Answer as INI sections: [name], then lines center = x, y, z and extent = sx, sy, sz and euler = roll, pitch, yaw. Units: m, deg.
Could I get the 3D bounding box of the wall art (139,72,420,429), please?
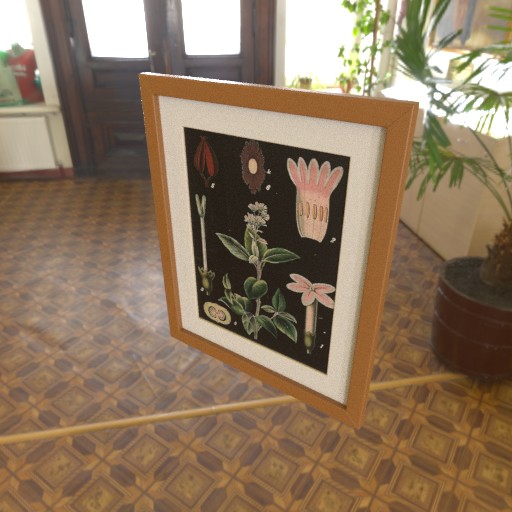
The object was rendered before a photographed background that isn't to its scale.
[wall art]
center = 0.000, 0.000, 0.521
extent = 0.310, 0.379, 0.015
euler = 19, 35, 29
